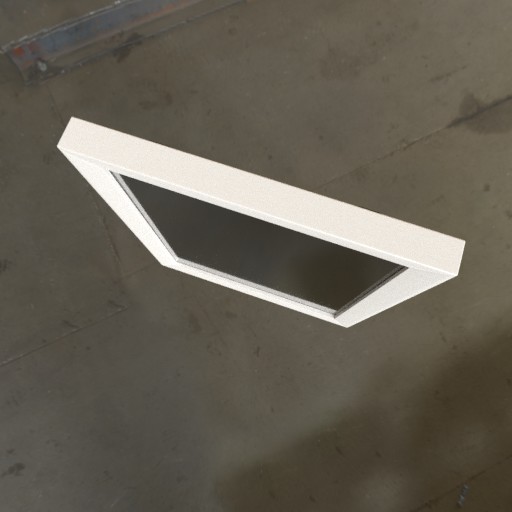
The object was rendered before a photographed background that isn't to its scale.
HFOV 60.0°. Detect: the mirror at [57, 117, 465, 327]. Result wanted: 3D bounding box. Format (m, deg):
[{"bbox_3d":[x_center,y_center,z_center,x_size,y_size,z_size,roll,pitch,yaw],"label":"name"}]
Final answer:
[{"bbox_3d":[0.000,0.000,0.674,0.405,0.508,0.041,18,76,5],"label":"mirror"}]
